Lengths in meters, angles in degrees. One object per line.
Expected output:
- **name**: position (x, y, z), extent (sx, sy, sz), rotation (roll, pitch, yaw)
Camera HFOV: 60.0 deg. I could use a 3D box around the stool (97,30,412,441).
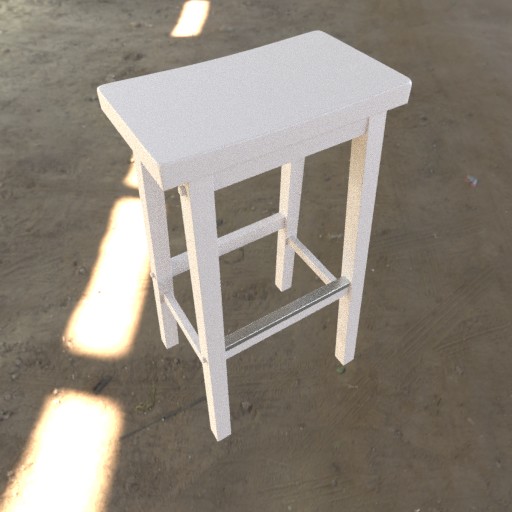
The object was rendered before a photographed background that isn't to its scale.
- **stool**: position (0.000, 0.000, 0.918), extent (0.406, 0.742, 0.322), rotation (-24, 52, -21)
